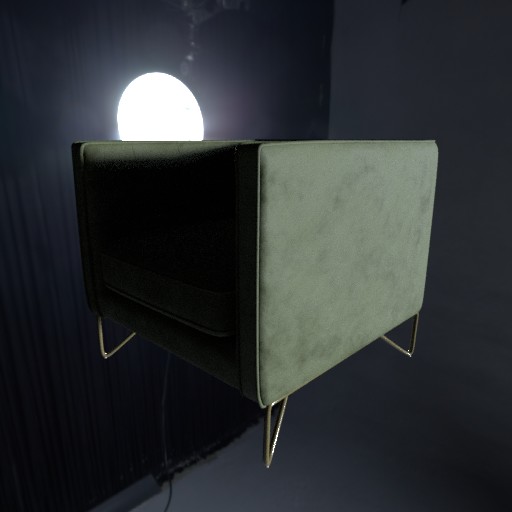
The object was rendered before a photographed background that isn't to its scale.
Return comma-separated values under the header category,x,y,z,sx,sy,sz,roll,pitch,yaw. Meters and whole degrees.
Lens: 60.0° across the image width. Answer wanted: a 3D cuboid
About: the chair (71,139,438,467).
category,x,y,z,sx,sy,sz,roll,pitch,yaw
chair,0.000,0.000,1.548,0.880,0.790,0.894,14,20,42
